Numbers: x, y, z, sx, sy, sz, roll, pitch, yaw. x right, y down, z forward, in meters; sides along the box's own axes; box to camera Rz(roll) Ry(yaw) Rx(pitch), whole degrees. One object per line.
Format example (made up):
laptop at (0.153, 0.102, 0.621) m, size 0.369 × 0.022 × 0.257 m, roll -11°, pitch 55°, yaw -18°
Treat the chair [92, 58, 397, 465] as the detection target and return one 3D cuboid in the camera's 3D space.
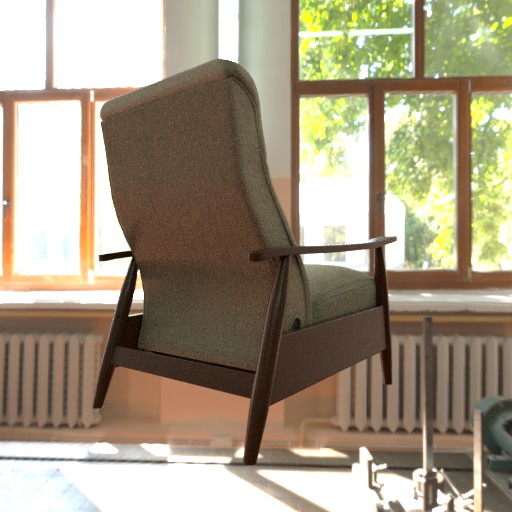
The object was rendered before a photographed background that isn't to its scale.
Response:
chair at (0.000, 0.000, 1.744) m, size 0.762 × 1.082 × 1.014 m, roll 0°, pitch -1°, yaw 38°
